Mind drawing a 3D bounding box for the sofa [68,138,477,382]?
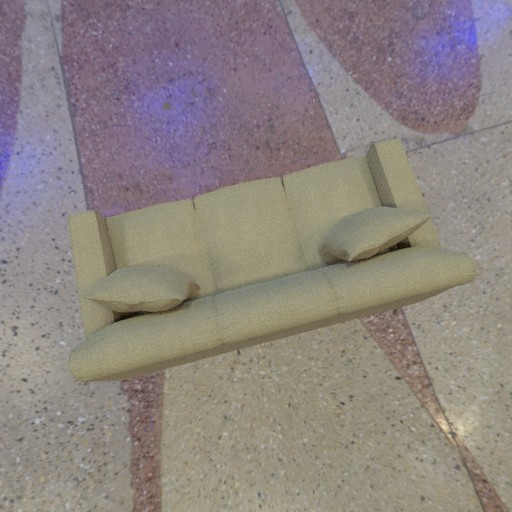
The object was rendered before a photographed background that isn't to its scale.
[{"bbox_3d":[0.000,0.000,2.626,2.024,0.958,0.997,-14,75,-4],"label":"sofa"}]
